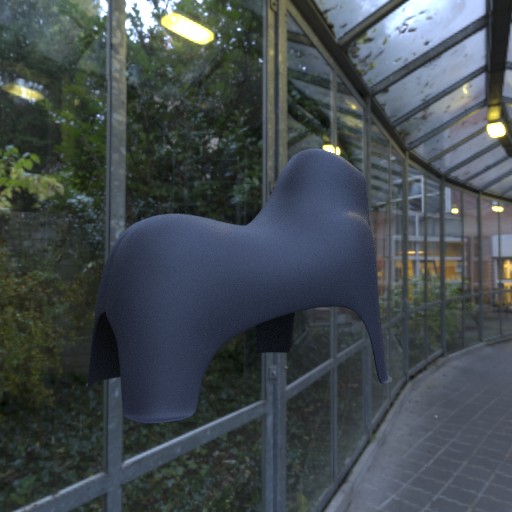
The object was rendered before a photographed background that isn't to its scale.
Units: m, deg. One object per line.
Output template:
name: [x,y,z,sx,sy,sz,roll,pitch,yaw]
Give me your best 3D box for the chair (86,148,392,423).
chair: [0.000,0.000,1.118,0.758,0.600,0.490,1,-2,-36]
